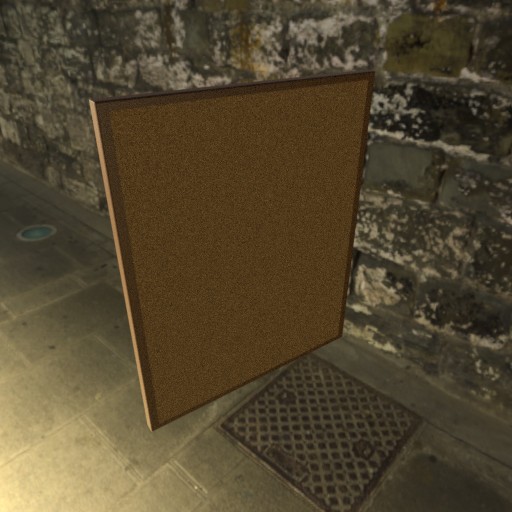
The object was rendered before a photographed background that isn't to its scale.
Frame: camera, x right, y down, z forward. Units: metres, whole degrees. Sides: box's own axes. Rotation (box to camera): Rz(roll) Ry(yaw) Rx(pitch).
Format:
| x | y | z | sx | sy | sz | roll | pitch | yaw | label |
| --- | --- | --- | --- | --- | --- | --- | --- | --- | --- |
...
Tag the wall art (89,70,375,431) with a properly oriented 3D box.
| x | y | z | sx | sy | sz | roll | pitch | yaw | label |
| --- | --- | --- | --- | --- | --- | --- | --- | --- | --- |
| 0.000 | 0.000 | 0.746 | 0.449 | 0.550 | 0.021 | -19 | 35 | -29 | wall art |
